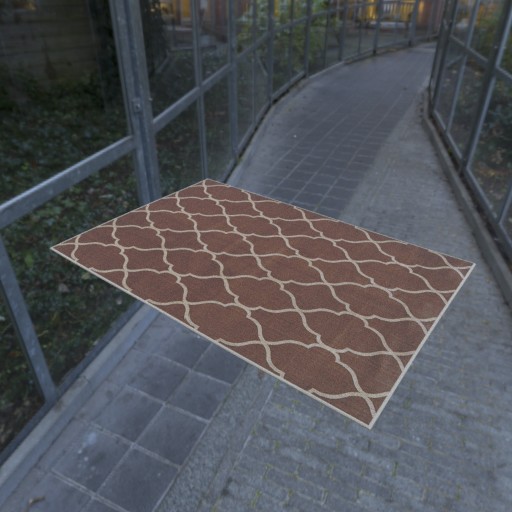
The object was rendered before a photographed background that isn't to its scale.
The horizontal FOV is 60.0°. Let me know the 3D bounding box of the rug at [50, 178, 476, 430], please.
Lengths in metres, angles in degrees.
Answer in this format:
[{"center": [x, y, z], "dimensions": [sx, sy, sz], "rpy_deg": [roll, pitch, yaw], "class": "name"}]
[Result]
[{"center": [0.000, 0.000, 2.846], "dimensions": [2.294, 0.014, 1.528], "rpy_deg": [22, 38, 31], "class": "rug"}]
